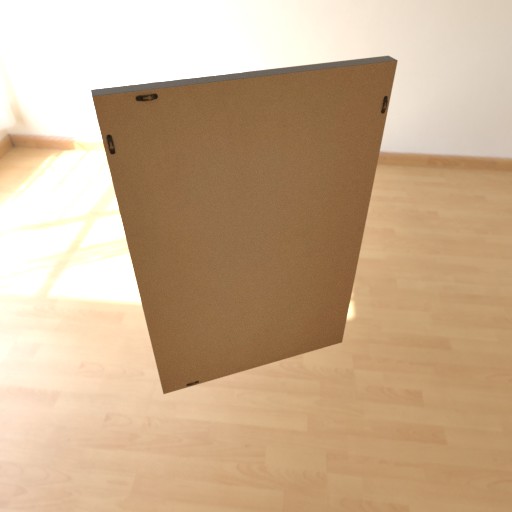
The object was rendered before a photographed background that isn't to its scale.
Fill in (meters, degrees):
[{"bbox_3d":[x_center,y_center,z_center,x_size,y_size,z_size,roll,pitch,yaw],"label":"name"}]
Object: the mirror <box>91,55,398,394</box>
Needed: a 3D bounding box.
[{"bbox_3d":[0.000,0.000,1.146,0.609,0.915,0.040,-13,42,-14],"label":"mirror"}]
